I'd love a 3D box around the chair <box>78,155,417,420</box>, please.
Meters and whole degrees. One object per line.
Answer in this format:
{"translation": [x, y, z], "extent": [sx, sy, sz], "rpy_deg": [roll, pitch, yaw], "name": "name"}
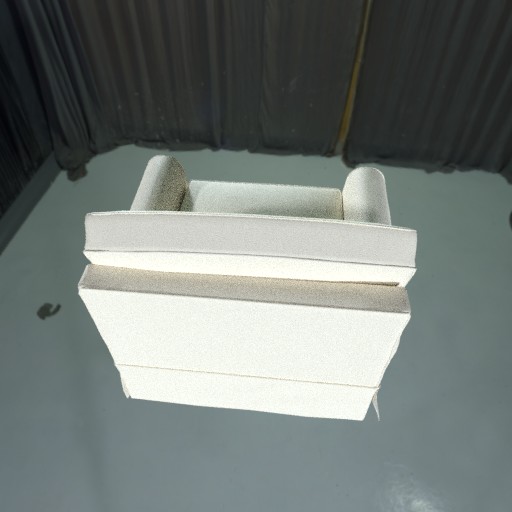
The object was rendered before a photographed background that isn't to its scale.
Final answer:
{"translation": [0.000, 0.000, 1.793], "extent": [1.099, 0.958, 0.904], "rpy_deg": [4, 49, 4], "name": "chair"}
